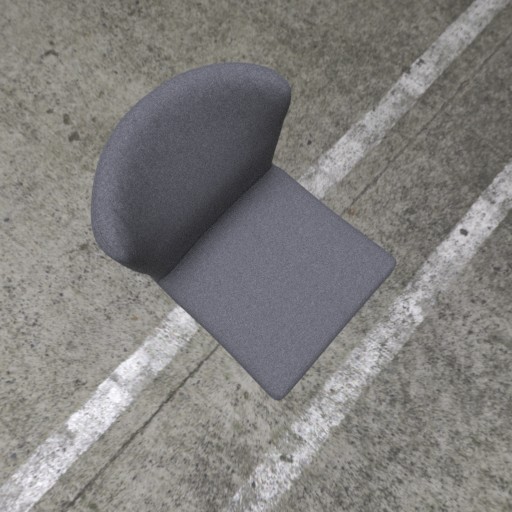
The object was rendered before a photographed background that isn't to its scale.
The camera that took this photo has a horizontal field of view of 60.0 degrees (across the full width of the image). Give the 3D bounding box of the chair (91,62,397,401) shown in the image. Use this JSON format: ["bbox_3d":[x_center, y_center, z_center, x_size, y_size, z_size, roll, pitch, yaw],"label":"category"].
[{"bbox_3d":[0.000,0.000,1.175,0.592,0.839,0.491,41,80,9],"label":"chair"}]
